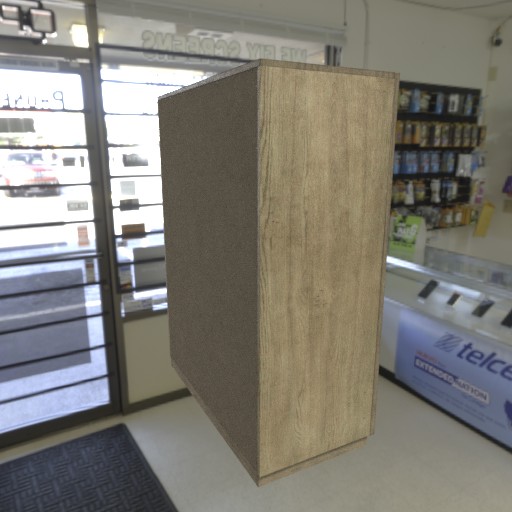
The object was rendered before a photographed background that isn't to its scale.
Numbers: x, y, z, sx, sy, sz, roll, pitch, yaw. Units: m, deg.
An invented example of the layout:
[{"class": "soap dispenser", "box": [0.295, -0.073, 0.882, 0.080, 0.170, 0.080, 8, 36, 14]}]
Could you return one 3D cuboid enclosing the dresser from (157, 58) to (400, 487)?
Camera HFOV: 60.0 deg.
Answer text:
[{"class": "dresser", "box": [0.000, 0.000, 1.802, 0.483, 1.295, 0.967, -7, 15, -27]}]
